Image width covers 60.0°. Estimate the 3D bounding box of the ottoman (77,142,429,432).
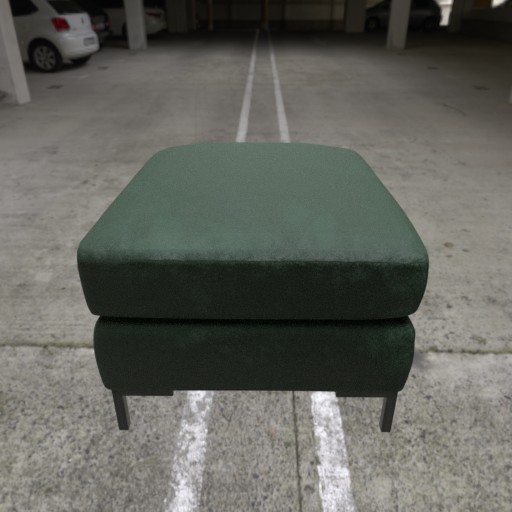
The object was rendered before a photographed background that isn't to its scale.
[{"bbox_3d":[0.000,0.000,1.299,0.701,0.538,0.839,0,27,0],"label":"ottoman"}]
